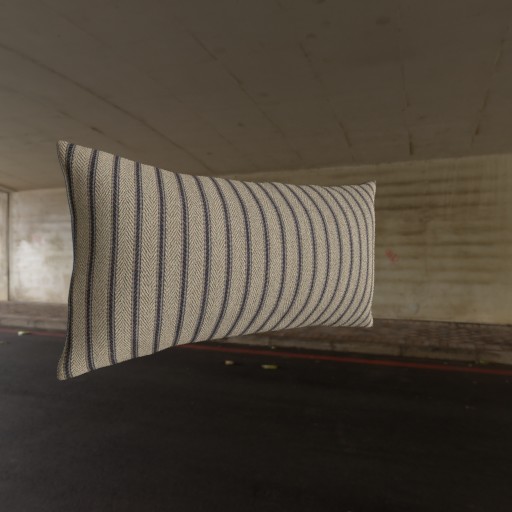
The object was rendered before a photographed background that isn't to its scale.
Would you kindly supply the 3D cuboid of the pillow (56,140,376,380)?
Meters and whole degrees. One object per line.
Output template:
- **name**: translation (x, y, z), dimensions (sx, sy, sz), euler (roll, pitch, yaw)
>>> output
- **pillow**: translation (0.000, 0.000, 0.723), dimensions (0.609, 0.305, 0.151), euler (0, 0, -37)
